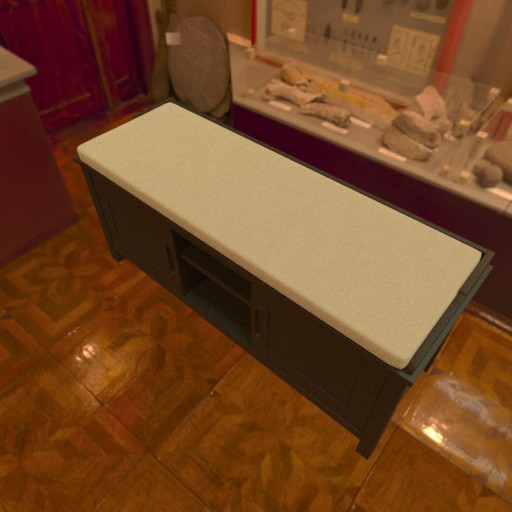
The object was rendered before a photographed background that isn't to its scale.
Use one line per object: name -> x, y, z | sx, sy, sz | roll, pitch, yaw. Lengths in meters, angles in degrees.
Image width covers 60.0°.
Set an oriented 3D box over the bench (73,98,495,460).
bench -> 0.000, 0.000, 1.348 | 1.140, 0.501, 0.398 | 32, 54, 27
